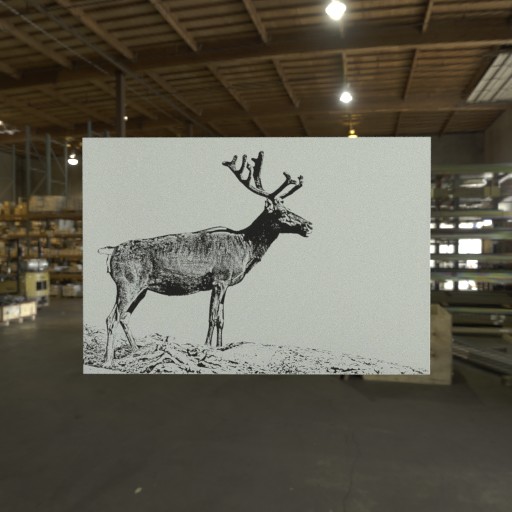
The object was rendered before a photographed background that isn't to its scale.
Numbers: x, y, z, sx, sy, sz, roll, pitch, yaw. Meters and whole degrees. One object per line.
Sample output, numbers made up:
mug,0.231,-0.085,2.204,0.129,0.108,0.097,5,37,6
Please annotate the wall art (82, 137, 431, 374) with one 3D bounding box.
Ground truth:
wall art,0.000,0.000,1.171,0.906,0.617,0.033,0,1,1
